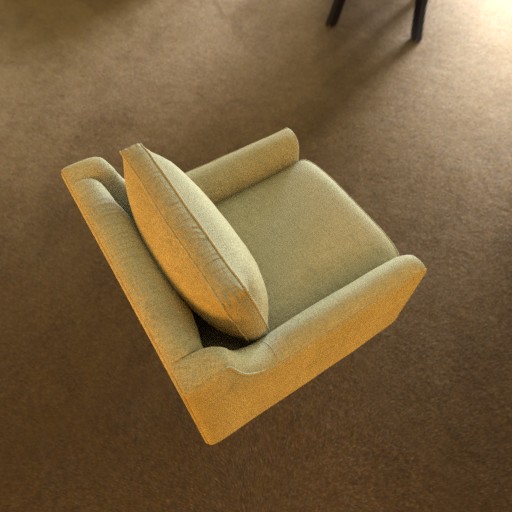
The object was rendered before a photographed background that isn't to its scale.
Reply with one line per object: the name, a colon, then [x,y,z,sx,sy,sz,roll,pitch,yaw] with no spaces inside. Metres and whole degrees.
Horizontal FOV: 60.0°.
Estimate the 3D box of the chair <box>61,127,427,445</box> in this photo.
chair: [0.000,0.000,1.594,0.918,0.864,0.838,-28,62,-17]
